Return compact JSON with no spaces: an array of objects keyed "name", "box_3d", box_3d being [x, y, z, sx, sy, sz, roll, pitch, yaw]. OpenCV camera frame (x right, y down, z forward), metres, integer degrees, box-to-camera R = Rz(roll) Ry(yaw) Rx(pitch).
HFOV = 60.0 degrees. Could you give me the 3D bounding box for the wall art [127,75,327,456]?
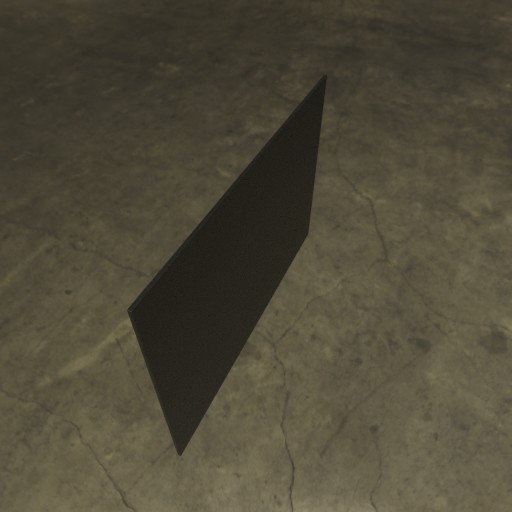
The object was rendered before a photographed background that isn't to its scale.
[{"name":"wall art","box_3d":[0.000,0.000,1.560,0.013,0.811,1.192,19,49,17]}]
